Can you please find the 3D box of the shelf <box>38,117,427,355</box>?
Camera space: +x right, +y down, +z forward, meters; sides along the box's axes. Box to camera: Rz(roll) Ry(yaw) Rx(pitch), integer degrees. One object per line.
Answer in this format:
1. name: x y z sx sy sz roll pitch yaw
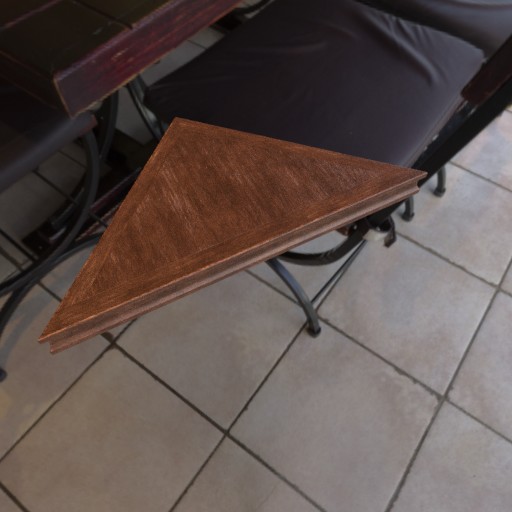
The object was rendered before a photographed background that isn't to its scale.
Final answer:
1. shelf: 0.000 0.000 0.442 0.296 0.035 0.296 15 59 9
